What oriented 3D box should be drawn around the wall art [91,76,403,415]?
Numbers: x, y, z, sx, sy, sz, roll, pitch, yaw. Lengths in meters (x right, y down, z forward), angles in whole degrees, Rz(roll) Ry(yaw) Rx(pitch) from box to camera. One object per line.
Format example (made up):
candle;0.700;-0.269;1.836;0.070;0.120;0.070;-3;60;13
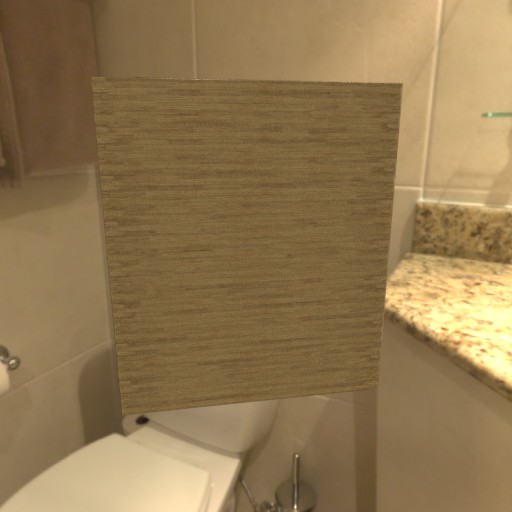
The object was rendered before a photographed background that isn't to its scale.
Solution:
wall art;0.000;0.000;0.753;0.483;0.559;0.009;-3;16;-10
